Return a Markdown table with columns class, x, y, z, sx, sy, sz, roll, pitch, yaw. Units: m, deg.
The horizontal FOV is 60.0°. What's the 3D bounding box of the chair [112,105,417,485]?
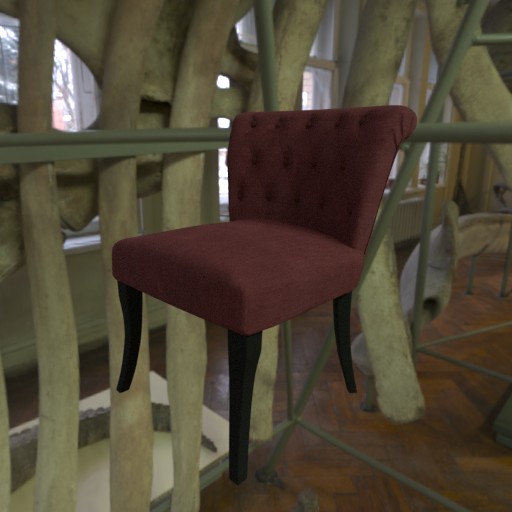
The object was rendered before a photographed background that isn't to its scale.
| class | x | y | z | sx | sy | sz | roll | pitch | yaw |
| --- | --- | --- | --- | --- | --- | --- | --- | --- | --- |
| chair | 0.000 | 0.000 | 1.162 | 0.582 | 0.750 | 0.605 | 15 | 21 | 43 |
